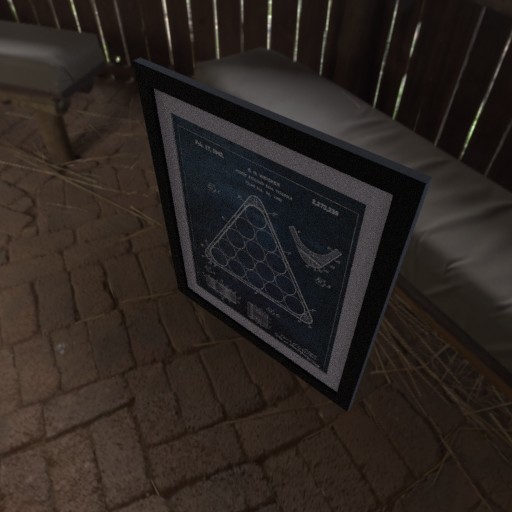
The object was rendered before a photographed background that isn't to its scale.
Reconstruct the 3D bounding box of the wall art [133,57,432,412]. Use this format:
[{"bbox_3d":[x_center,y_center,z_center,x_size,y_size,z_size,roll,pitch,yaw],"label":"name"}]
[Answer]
[{"bbox_3d":[0.000,0.000,0.505,0.311,0.361,0.010,31,54,26],"label":"wall art"}]
